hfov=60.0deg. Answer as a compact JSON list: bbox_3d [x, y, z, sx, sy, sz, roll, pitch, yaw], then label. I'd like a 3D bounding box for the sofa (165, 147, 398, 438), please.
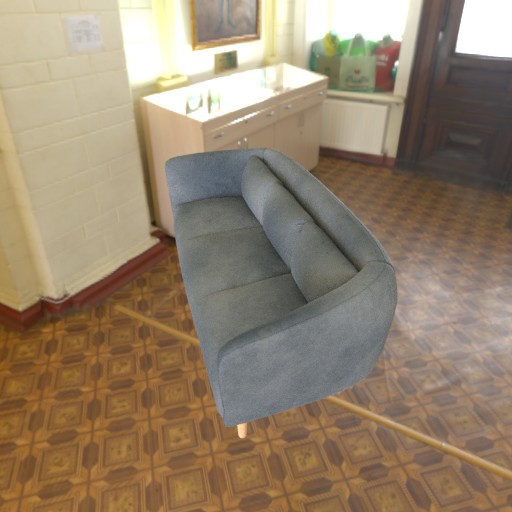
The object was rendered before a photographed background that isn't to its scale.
[{"bbox_3d":[0.000,0.000,2.561,0.849,0.795,2.095,-8,31,-13],"label":"sofa"}]
